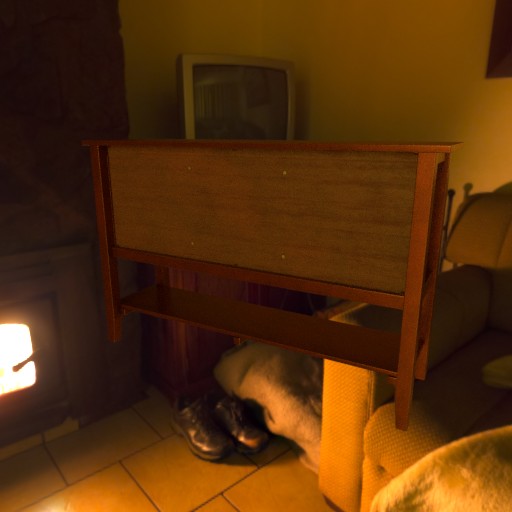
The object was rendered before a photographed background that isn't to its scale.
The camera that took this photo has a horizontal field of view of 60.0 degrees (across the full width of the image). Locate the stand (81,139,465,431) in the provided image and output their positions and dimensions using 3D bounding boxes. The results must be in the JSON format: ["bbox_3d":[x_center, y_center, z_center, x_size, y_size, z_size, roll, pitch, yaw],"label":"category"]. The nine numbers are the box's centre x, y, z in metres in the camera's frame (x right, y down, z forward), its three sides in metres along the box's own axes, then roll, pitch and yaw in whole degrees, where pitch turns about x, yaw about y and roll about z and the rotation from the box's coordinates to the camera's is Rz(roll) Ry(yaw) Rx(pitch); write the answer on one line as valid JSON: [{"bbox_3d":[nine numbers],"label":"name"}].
[{"bbox_3d":[0.000,0.000,1.736,1.362,0.872,0.410,9,18,28],"label":"stand"}]
